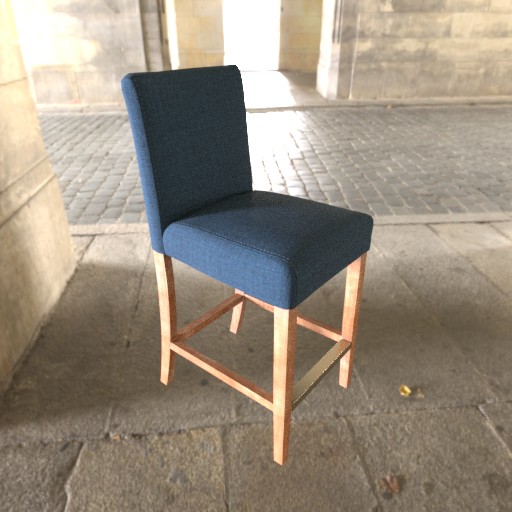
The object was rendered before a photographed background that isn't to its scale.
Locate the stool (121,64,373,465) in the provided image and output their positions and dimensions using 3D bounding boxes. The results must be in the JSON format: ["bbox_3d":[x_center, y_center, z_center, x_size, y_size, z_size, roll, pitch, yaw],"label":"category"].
[{"bbox_3d":[0.000,0.000,1.356,0.567,1.039,0.454,20,34,33],"label":"stool"}]
